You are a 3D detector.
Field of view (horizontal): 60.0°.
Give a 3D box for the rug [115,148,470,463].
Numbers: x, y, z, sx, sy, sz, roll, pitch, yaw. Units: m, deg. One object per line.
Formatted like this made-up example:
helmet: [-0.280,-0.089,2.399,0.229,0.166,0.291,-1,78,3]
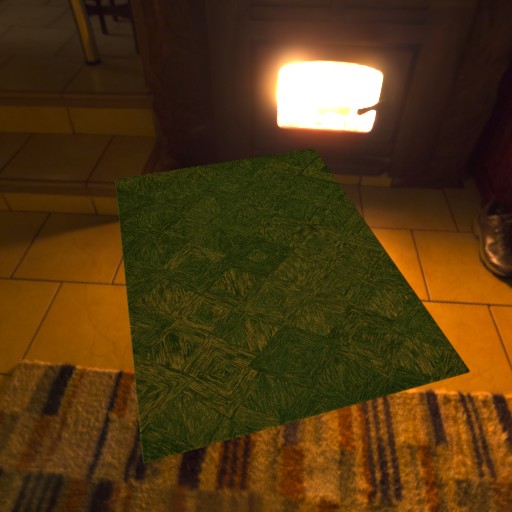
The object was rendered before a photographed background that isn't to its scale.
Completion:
rug: [0.000,0.000,4.159,2.405,0.027,3.217,-11,46,-11]
